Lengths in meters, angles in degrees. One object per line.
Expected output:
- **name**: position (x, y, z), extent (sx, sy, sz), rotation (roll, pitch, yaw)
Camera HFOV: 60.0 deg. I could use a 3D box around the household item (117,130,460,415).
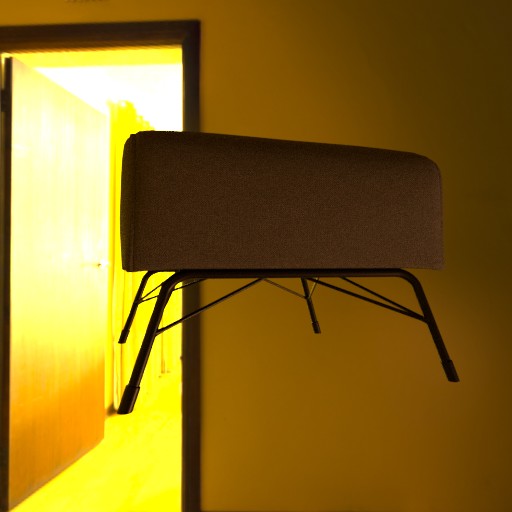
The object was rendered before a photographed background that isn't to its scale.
- **household item**: position (0.000, 0.000, 0.889), extent (0.530, 0.410, 0.530), rotation (0, -1, -17)
